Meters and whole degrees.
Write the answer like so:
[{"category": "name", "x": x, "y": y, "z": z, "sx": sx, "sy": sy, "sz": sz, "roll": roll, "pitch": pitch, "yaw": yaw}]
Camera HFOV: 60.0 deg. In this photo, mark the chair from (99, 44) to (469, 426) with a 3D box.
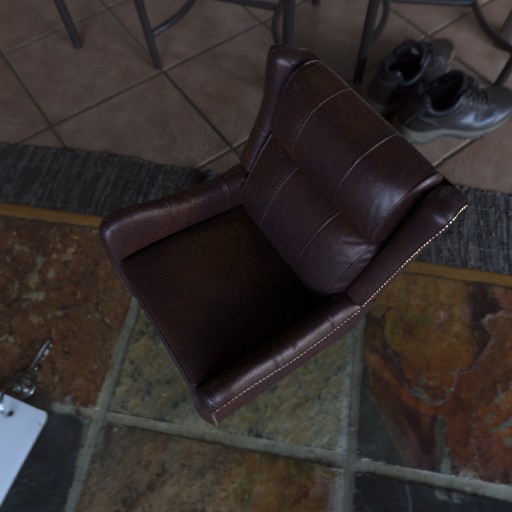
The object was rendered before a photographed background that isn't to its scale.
[{"category": "chair", "x": 0.000, "y": 0.000, "z": 1.768, "sx": 1.008, "sy": 1.084, "sz": 0.869, "roll": -31, "pitch": 68, "yaw": -14}]
